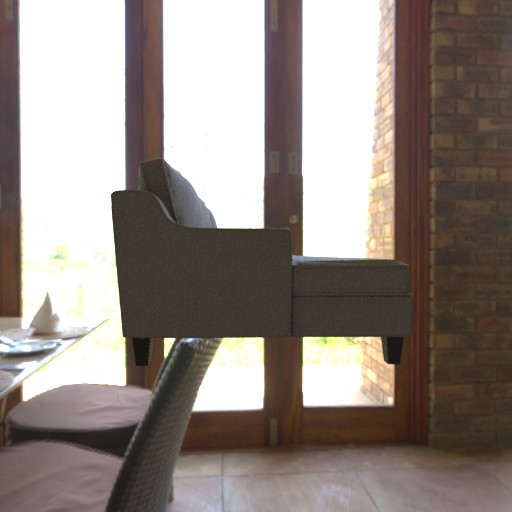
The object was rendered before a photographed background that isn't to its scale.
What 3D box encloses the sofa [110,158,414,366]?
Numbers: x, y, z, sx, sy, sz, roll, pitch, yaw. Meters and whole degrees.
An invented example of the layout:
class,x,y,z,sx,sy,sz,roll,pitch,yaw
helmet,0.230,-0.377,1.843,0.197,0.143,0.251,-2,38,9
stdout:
class,x,y,z,sx,sy,sz,roll,pitch,yaw
sofa,0.000,0.000,3.134,1.294,0.928,2.561,0,0,-1
